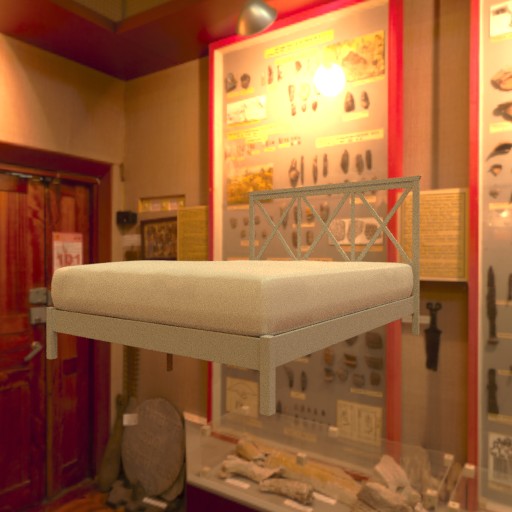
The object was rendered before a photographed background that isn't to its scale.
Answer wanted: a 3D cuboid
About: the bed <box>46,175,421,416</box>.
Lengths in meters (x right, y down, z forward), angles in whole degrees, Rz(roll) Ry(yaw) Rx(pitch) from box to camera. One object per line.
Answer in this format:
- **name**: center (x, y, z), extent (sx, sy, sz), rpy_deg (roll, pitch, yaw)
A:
- **bed**: center (0.000, 0.000, 3.105), extent (1.673, 1.253, 2.135), rpy_deg (0, 1, 35)
